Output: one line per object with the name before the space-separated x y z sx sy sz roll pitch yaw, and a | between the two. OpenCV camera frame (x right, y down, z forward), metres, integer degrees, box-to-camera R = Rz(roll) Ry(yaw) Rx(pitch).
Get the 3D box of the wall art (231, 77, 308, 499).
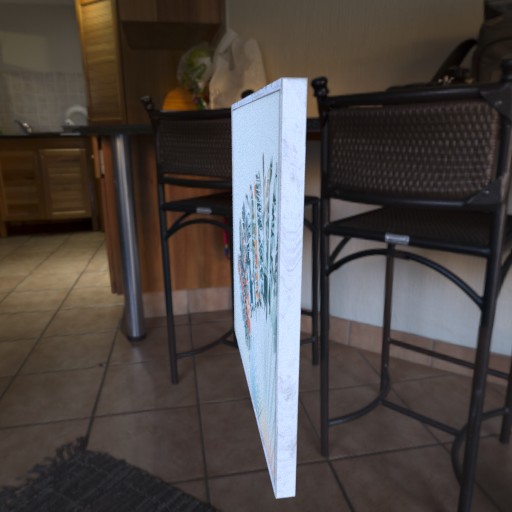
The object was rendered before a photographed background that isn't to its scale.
wall art | 0.000 0.000 1.114 0.038 0.757 0.760 -2 16 -8
